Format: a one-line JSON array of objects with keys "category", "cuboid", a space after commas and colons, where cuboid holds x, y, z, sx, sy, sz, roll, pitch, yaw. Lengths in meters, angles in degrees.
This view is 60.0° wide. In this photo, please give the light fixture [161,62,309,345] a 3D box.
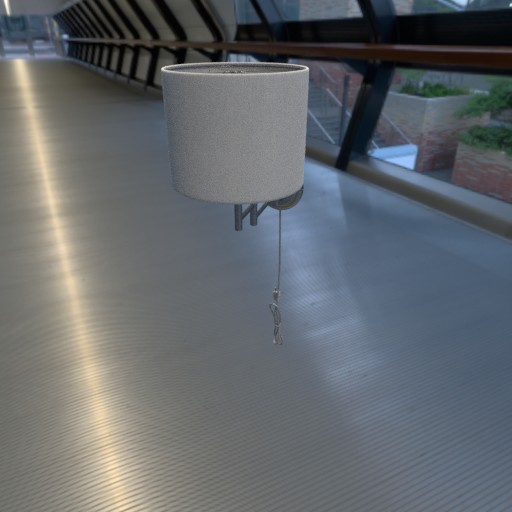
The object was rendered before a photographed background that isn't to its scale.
[{"category": "light fixture", "cuboid": [0.000, 0.000, 1.051, 0.253, 0.842, 0.479, 9, 28, 16]}]
